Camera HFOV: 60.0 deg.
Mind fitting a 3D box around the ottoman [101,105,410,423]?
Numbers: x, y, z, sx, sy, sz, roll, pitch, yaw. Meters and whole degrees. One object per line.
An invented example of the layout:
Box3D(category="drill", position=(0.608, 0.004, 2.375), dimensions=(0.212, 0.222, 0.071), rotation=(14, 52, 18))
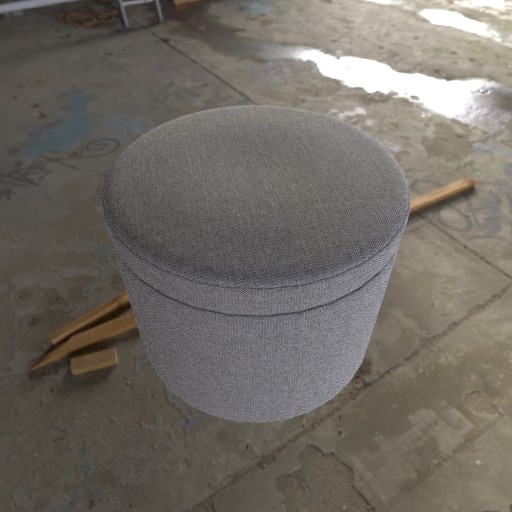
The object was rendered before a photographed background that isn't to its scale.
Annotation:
Box3D(category="ottoman", position=(0.000, 0.000, 0.863), dimensions=(0.500, 0.419, 0.500), rotation=(0, 45, 0))
